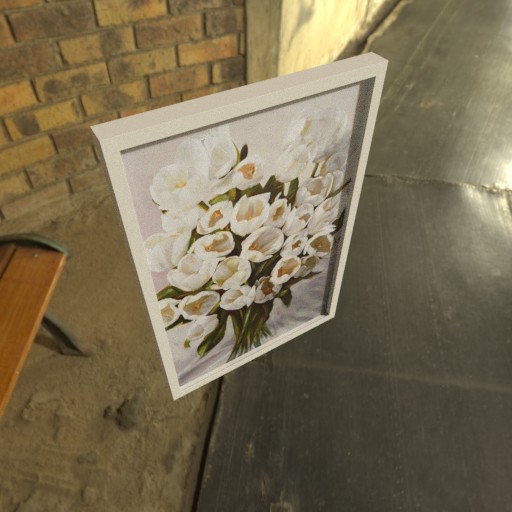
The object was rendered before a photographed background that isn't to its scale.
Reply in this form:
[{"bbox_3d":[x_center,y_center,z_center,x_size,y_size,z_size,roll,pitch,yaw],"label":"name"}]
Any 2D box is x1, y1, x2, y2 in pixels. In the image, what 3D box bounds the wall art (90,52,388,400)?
[{"bbox_3d":[0.000,0.000,0.846,0.450,0.657,0.038,-23,50,-21],"label":"wall art"}]
